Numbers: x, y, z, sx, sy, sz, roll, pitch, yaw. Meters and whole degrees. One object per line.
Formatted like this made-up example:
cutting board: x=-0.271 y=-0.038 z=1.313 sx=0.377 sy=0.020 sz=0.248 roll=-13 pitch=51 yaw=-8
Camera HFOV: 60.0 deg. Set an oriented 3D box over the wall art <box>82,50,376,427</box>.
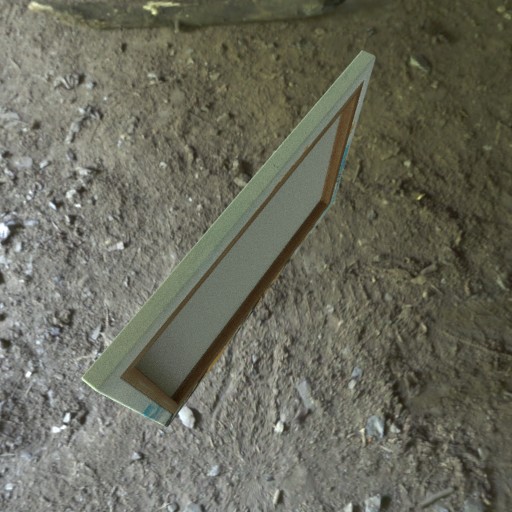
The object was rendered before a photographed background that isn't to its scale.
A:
wall art: x=0.000 y=0.000 z=1.131 sx=0.038 sy=0.609 sz=0.913 roll=32 pitch=68 yaw=15
